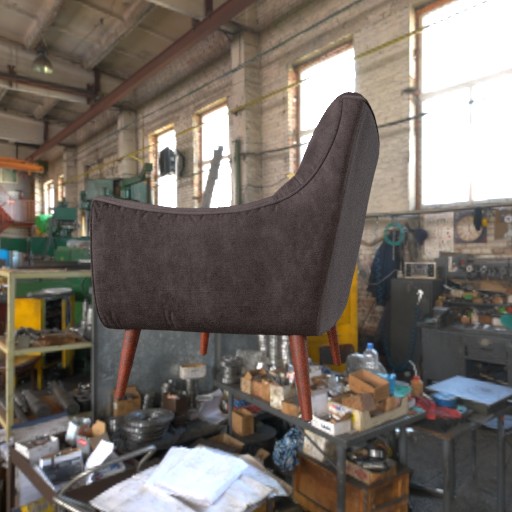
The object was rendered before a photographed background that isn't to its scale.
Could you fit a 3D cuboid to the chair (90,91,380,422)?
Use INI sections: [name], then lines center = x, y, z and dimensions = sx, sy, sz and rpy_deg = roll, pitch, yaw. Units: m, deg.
[chair]
center = 0.000, 0.000, 1.479
dimensions = 0.787, 0.838, 0.762
rpy_deg = 0, 0, 18
